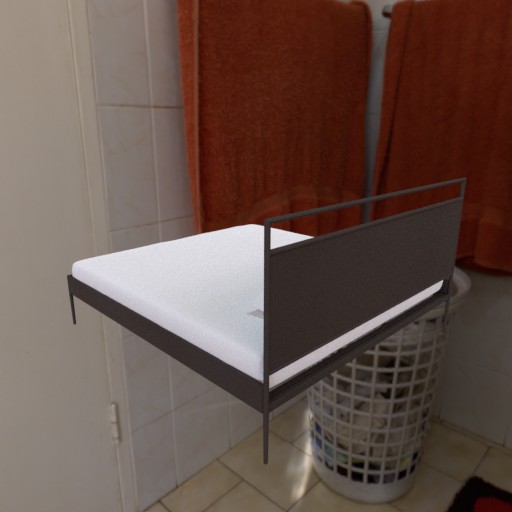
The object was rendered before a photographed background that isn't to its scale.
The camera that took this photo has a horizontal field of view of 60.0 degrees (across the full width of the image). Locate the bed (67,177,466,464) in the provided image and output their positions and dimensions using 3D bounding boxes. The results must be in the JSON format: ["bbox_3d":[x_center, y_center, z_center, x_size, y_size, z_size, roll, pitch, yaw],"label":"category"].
[{"bbox_3d":[0.000,0.000,3.308,1.993,1.173,2.151,-16,23,-42],"label":"bed"}]
